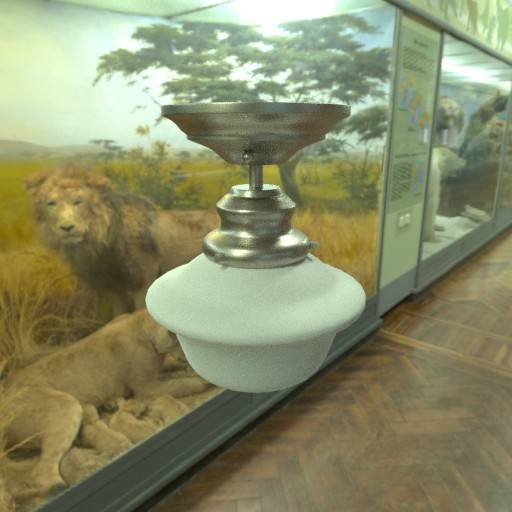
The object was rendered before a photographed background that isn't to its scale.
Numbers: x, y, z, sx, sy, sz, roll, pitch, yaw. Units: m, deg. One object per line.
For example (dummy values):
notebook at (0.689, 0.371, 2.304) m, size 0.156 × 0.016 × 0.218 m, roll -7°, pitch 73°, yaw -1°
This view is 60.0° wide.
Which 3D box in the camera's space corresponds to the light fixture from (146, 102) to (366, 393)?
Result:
light fixture at (0.000, 0.000, 0.397) m, size 0.199 × 0.254 × 0.199 m, roll 0°, pitch 16°, yaw 0°
